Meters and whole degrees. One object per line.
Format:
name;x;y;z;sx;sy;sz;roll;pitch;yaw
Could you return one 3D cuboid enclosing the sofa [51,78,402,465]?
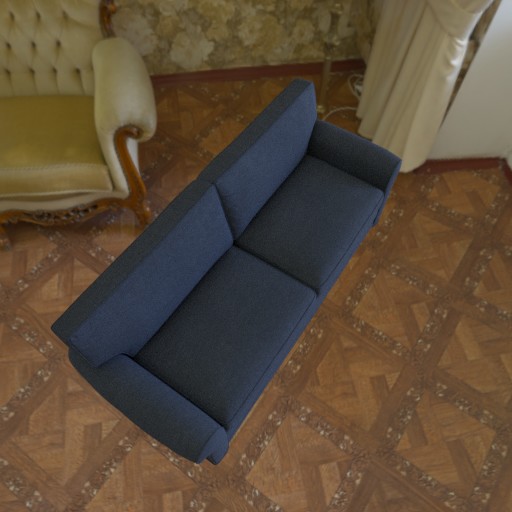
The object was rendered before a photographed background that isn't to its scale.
sofa;0.000;0.000;2.820;0.954;1.026;2.391;30;63;17
